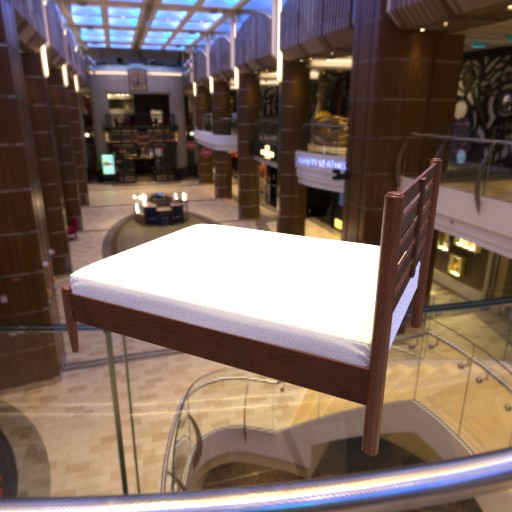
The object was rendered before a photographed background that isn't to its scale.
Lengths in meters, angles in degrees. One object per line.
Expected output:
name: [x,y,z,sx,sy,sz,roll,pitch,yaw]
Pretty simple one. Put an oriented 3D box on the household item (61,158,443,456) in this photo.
household item: [0.000,0.000,3.239,2.232,1.356,1.663,9,20,26]
